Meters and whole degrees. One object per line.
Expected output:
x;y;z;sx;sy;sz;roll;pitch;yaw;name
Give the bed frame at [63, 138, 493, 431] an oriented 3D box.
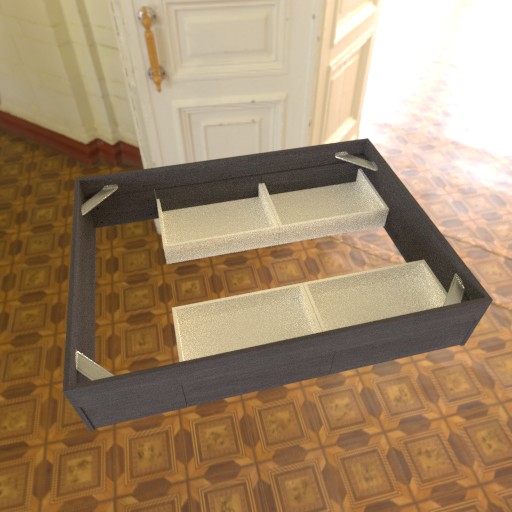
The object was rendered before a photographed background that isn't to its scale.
0.000;0.000;2.555;1.944;0.459;1.448;-10;47;-9;bed frame
